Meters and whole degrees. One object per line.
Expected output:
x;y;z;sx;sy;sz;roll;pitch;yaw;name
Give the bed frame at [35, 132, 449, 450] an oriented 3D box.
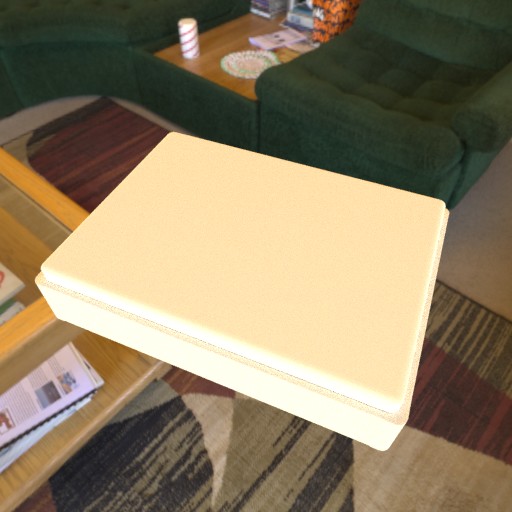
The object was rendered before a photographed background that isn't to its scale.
0.000;0.000;2.526;1.900;0.406;1.400;18;51;15;bed frame
